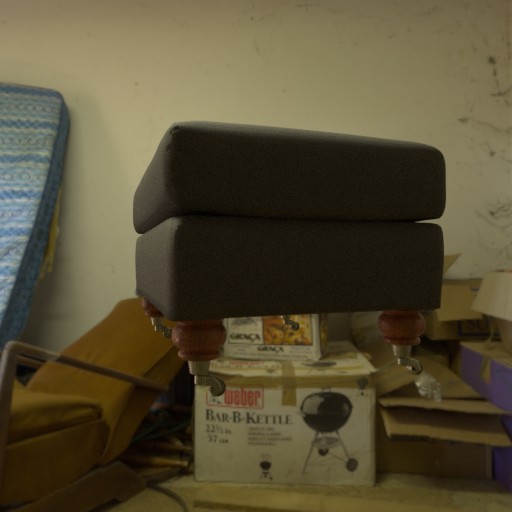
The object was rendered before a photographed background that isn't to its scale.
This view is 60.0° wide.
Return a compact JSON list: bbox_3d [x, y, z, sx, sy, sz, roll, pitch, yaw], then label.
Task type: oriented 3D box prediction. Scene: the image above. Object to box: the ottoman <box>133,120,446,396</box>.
[{"bbox_3d":[0.000,0.000,1.134,0.574,0.497,0.773,0,-1,-19],"label":"ottoman"}]
